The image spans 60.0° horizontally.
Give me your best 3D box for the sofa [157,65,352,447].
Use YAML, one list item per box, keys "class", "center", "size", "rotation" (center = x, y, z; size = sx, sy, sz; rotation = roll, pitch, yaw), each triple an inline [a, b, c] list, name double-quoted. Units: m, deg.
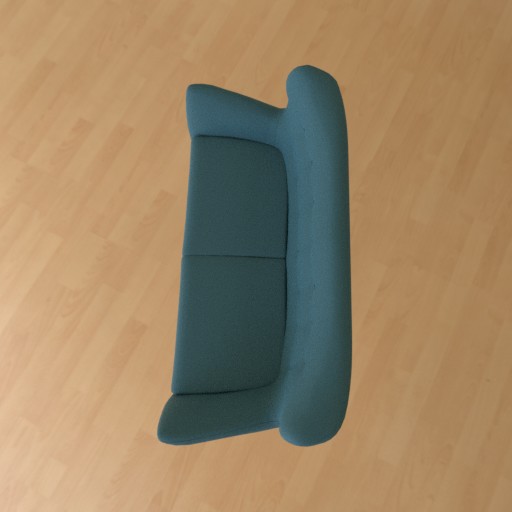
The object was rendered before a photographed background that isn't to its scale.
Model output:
- class: "sofa"
  center: [0.000, 0.000, 2.451]
  size: [0.889, 0.890, 1.930]
  rotation: [2, 75, 1]
